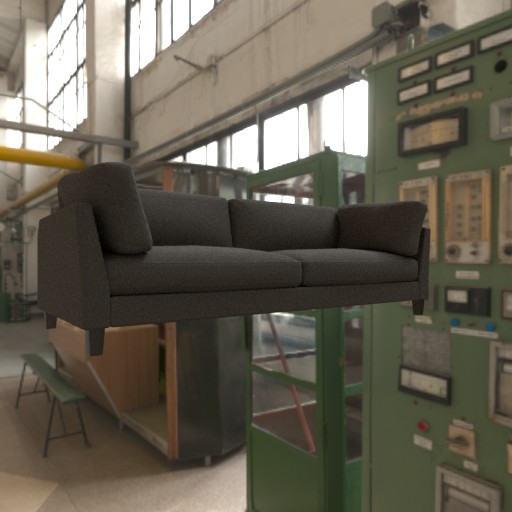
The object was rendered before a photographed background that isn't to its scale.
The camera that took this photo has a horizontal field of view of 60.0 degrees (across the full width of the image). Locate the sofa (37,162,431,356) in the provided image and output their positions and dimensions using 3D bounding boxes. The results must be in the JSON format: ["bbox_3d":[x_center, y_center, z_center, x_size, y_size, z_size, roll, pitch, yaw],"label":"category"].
[{"bbox_3d":[0.000,0.000,2.694,2.312,0.792,0.969,0,-1,-36],"label":"sofa"}]
